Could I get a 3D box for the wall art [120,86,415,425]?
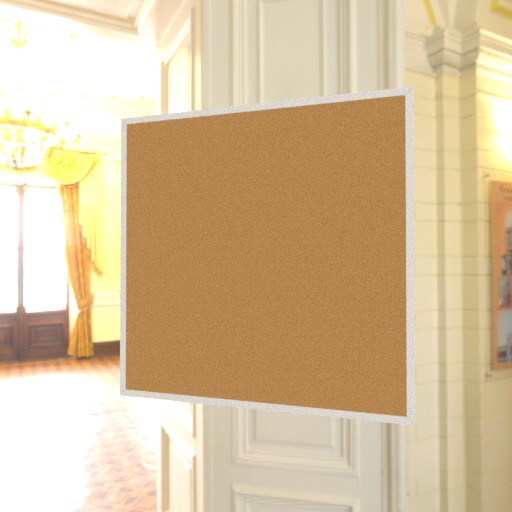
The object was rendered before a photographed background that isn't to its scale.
[{"bbox_3d":[0.000,0.000,0.758,0.509,0.509,0.040,0,-1,17],"label":"wall art"}]
